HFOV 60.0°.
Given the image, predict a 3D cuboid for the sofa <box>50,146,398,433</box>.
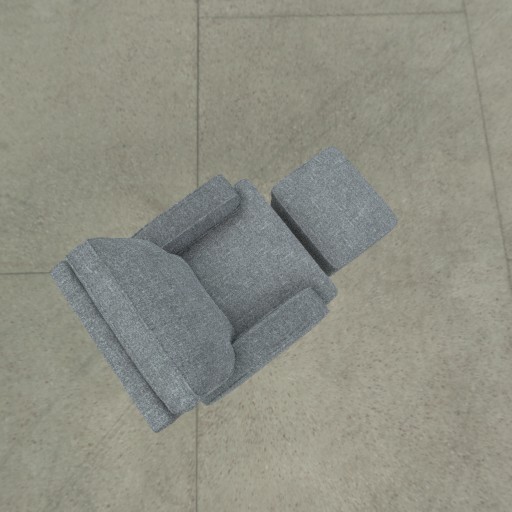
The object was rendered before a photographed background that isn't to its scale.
[{"bbox_3d":[0.000,0.000,2.103,1.472,0.959,0.861,-36,79,-8],"label":"sofa"}]
